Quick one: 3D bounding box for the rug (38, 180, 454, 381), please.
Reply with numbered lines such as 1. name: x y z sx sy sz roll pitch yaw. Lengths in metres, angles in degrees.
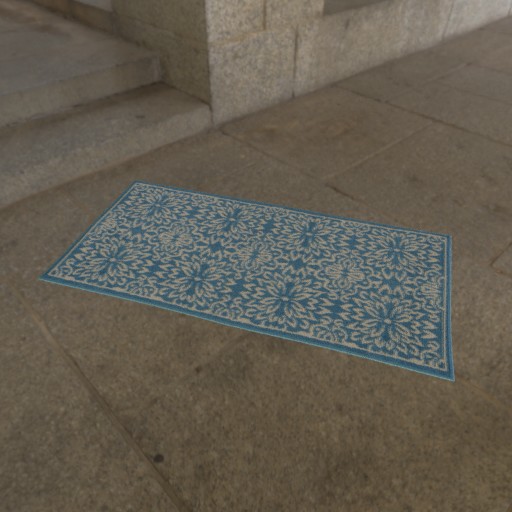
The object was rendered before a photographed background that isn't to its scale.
1. rug: 0.000 0.000 1.445 1.219 0.007 0.604 12 42 13
